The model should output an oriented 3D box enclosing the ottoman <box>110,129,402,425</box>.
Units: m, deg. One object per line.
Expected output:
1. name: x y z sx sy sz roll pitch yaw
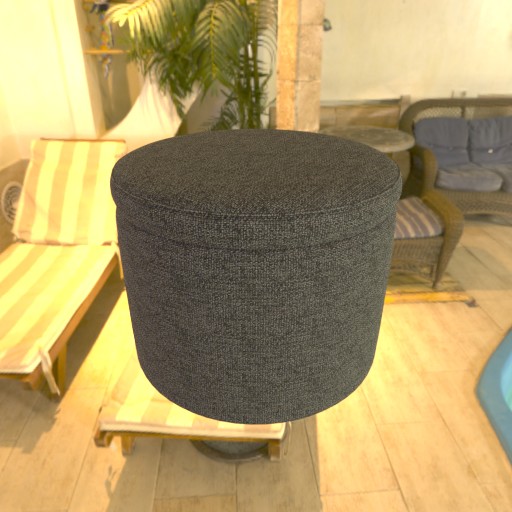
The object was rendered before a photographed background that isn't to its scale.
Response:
1. ottoman: 0.000 0.000 0.898 0.520 0.430 0.520 0 28 0
